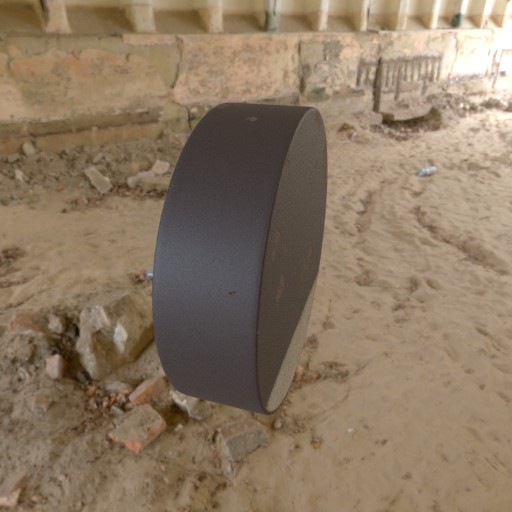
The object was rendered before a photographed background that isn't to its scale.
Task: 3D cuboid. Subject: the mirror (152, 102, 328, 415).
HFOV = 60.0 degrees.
[{"bbox_3d":[0.000,0.000,0.595,0.126,0.386,0.386,8,29,15],"label":"mirror"}]
